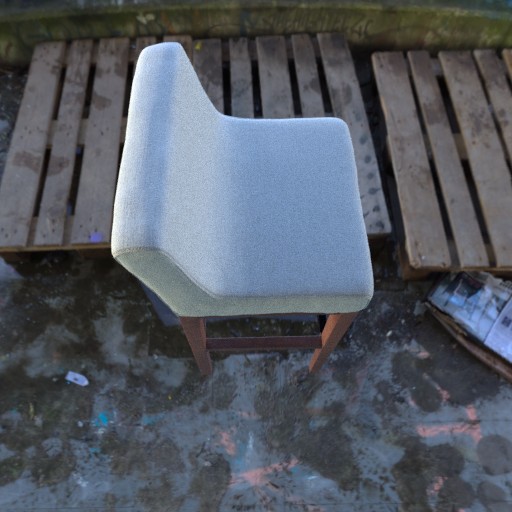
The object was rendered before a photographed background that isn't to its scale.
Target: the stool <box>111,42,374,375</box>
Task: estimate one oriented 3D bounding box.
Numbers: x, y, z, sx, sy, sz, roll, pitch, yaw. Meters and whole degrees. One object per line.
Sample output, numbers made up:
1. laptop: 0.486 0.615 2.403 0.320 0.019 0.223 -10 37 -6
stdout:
1. stool: 0.000 0.000 1.278 0.500 1.037 0.511 -1 63 -1
